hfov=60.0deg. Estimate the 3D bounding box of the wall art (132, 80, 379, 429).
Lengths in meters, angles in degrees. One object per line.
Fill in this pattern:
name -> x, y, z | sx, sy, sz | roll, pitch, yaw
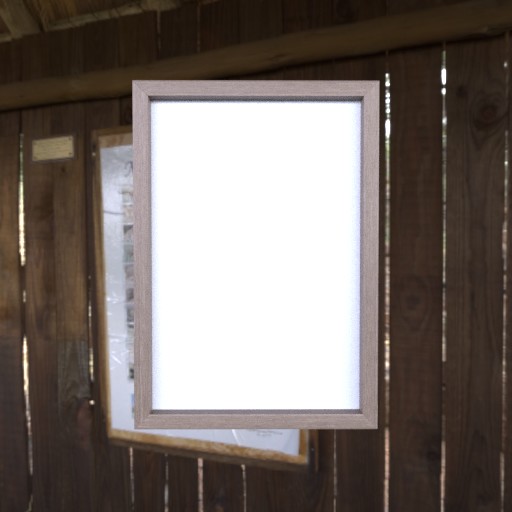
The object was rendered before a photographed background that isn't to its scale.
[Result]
wall art -> 0.000, 0.000, 0.663 | 0.358, 0.510, 0.032 | 0, 1, 0
